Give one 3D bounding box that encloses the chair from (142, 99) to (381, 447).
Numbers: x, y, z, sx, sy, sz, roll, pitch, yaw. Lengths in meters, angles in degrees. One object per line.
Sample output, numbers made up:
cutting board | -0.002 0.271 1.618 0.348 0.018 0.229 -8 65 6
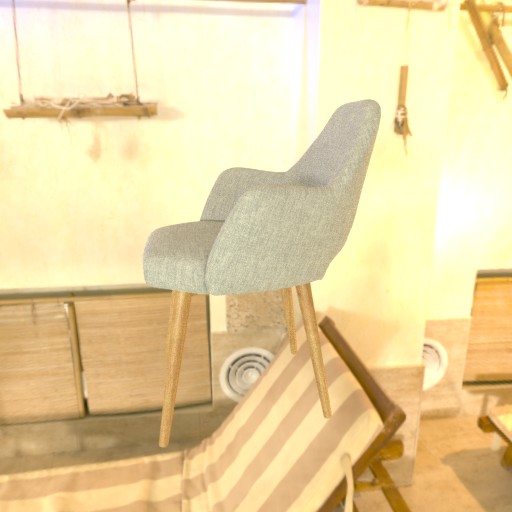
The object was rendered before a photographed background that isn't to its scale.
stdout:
chair | 0.000 0.000 1.257 0.610 0.840 0.590 -2 15 -9
